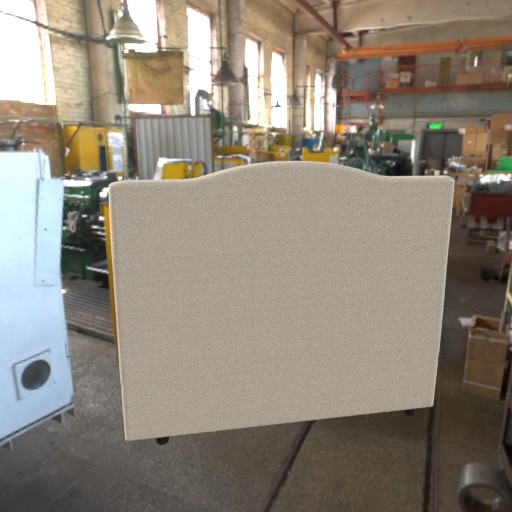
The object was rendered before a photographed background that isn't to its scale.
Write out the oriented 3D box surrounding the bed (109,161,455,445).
[{"bbox_3d":[0.000,0.000,3.264,1.741,1.449,2.196,-3,15,-10],"label":"bed"}]
